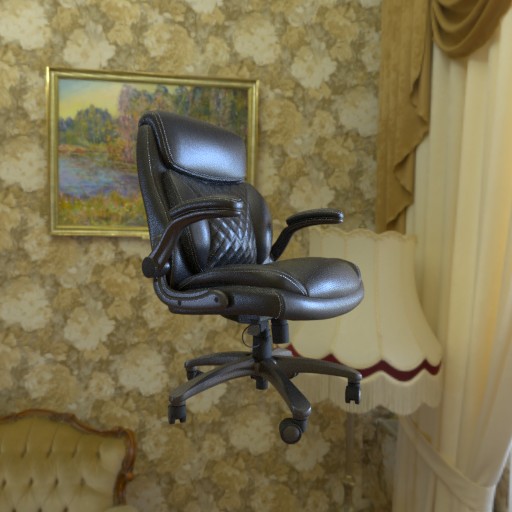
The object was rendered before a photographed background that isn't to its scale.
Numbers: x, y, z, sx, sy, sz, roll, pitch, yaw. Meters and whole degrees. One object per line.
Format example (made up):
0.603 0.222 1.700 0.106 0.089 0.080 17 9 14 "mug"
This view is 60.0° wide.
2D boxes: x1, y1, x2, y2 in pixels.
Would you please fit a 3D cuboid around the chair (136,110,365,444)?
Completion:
0.000 0.000 1.682 0.724 1.110 0.782 2 3 36 "chair"
